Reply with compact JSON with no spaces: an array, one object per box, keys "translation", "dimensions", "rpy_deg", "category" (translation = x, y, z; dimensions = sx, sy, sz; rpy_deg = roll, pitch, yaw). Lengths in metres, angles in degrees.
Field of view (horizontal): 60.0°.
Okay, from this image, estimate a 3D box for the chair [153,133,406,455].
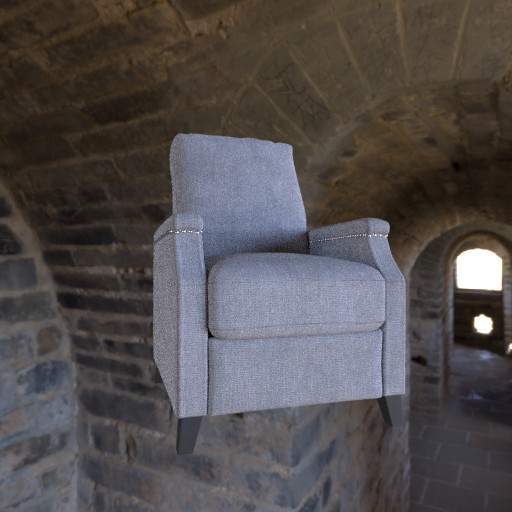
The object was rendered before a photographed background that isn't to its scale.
[{"translation":[0.000,0.000,1.656],"dimensions":[0.710,1.049,0.922],"rpy_deg":[0,0,-17],"category":"chair"}]
